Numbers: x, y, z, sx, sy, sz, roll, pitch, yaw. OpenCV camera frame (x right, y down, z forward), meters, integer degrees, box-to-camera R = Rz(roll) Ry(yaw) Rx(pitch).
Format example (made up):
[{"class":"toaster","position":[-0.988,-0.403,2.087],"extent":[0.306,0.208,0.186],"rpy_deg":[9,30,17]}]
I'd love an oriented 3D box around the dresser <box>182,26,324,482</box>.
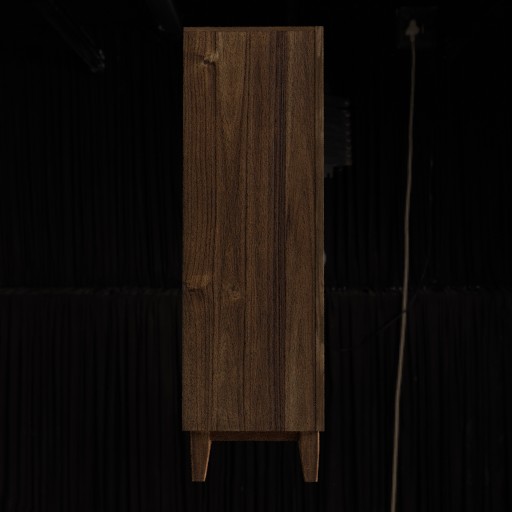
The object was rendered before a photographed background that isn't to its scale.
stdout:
[{"class":"dresser","position":[0.000,0.000,1.882],"extent":[0.442,1.393,1.062],"rpy_deg":[0,-1,0]}]
